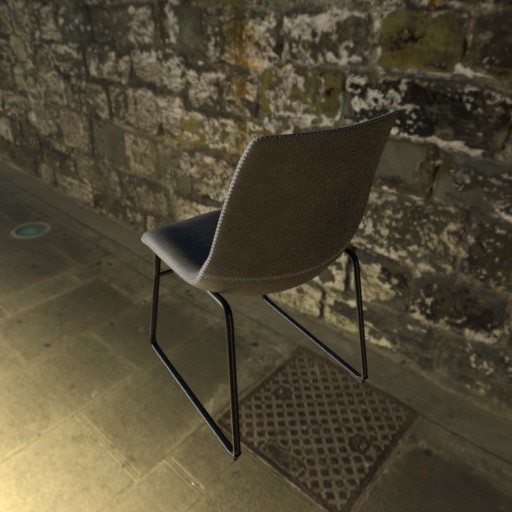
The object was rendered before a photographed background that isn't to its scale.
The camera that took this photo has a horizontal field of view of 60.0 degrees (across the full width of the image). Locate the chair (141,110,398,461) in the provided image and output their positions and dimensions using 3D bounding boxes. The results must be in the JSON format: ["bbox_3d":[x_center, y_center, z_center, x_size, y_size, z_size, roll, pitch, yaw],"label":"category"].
[{"bbox_3d":[0.000,0.000,1.140,0.460,0.780,0.550,-19,35,-29],"label":"chair"}]
